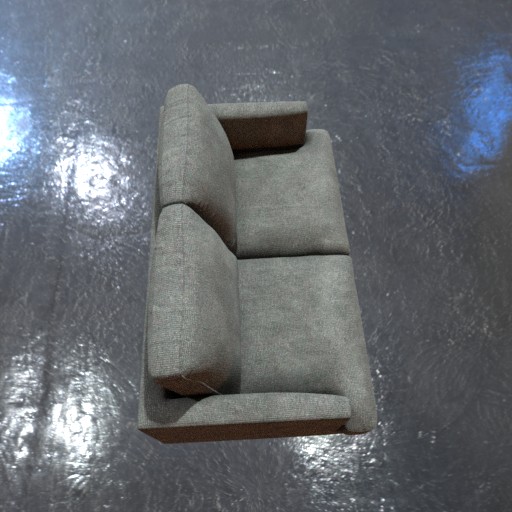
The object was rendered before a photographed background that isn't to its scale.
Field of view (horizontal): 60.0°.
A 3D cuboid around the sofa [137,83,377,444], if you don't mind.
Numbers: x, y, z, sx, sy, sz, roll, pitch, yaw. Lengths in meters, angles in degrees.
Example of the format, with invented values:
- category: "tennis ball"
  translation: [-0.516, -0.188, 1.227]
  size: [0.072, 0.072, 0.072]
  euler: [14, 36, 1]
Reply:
- category: "sofa"
  translation: [0.000, 0.000, 2.083]
  size: [0.903, 0.956, 1.582]
  euler: [-3, 62, -1]
